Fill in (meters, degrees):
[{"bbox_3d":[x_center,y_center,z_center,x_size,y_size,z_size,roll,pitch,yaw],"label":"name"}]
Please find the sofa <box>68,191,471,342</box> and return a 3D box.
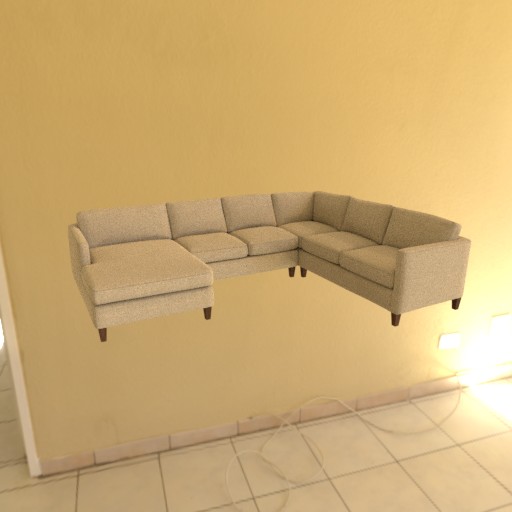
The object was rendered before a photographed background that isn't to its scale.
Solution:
[{"bbox_3d":[0.000,0.000,4.695,3.460,0.959,2.593,-9,19,-26],"label":"sofa"}]
